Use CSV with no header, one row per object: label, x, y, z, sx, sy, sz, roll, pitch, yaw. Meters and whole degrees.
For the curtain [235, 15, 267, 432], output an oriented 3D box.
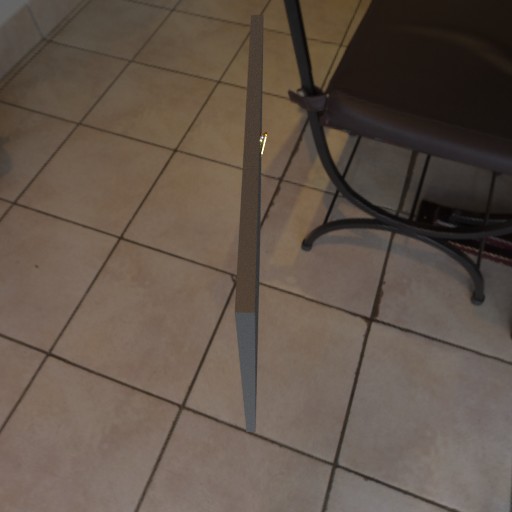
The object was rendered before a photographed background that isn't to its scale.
curtain,0.000,0.000,0.783,0.027,0.585,0.483,1,58,1
